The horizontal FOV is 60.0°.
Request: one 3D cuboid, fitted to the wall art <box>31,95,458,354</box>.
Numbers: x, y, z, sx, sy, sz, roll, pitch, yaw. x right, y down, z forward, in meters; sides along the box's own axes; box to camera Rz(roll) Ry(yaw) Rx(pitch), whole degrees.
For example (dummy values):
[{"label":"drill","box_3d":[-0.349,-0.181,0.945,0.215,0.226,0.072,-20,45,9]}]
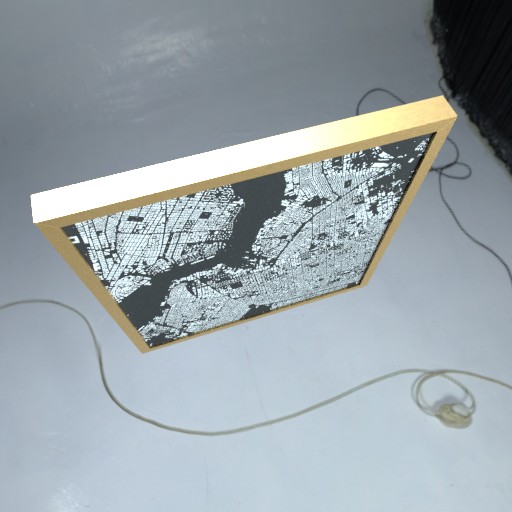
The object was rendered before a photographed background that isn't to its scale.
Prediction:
[{"label":"wall art","box_3d":[0.000,0.000,1.871,1.284,1.284,0.095,-16,63,-8]}]
